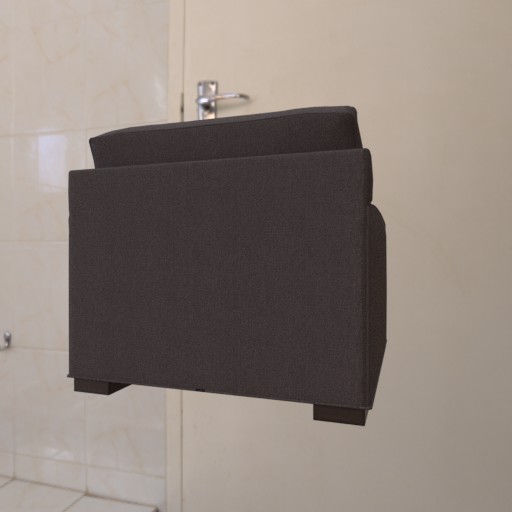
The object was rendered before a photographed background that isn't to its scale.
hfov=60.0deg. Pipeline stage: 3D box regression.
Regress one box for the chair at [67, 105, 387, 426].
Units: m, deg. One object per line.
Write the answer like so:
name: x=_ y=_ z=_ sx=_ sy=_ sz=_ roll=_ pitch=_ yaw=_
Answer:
chair: x=0.000 y=0.000 z=1.817 sx=0.997 sy=0.913 sz=1.043 roll=0 pitch=0 yaw=19
